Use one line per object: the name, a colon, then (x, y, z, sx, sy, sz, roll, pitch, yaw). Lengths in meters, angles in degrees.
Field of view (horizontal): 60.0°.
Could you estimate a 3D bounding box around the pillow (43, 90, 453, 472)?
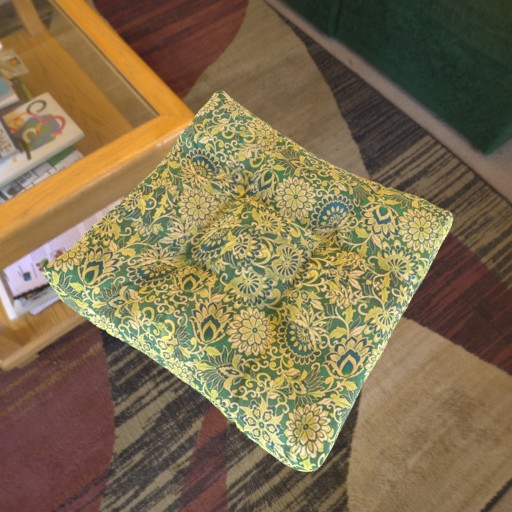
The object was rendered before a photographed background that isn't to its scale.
pillow: (0.000, 0.000, 0.723, 0.490, 0.128, 0.468, 31, 68, 14)
